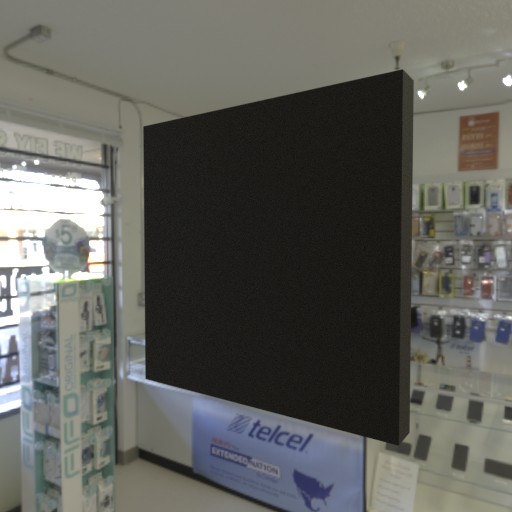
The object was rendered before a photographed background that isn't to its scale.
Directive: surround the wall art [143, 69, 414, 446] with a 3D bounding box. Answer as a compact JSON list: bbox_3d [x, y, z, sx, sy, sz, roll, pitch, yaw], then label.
[{"bbox_3d":[0.000,0.000,0.459,0.308,0.305,0.030,1,2,35],"label":"wall art"}]
